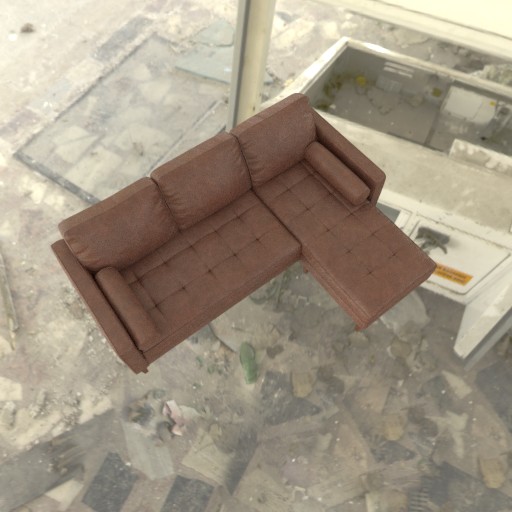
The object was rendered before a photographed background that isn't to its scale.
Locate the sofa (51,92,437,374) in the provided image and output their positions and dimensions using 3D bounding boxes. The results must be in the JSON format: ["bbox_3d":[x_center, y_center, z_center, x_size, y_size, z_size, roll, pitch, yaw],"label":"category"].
[{"bbox_3d":[0.000,0.000,3.026,2.185,0.841,1.613,-34,67,-16],"label":"sofa"}]
